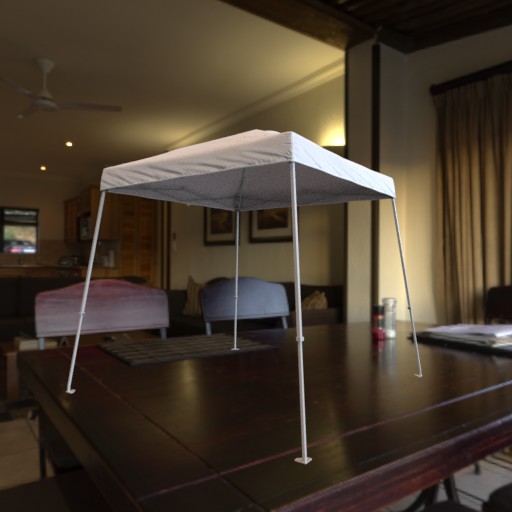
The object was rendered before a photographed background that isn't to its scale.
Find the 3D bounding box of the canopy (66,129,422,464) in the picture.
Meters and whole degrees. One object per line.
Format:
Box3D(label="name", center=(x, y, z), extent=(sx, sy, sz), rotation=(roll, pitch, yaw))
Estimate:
Box3D(label="canopy", center=(0.000, 0.000, 4.978), extent=(2.849, 2.849, 2.848), rotation=(-1, -1, 35))
